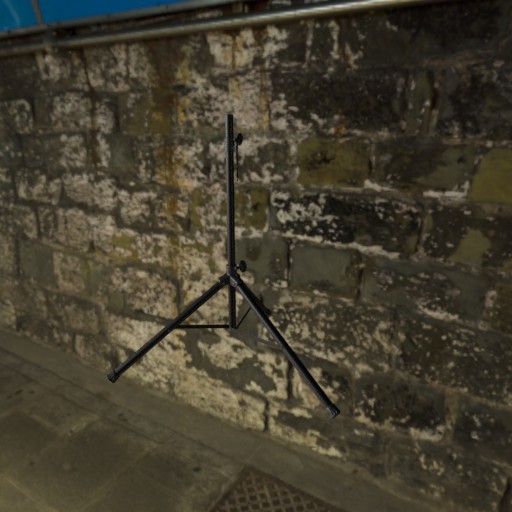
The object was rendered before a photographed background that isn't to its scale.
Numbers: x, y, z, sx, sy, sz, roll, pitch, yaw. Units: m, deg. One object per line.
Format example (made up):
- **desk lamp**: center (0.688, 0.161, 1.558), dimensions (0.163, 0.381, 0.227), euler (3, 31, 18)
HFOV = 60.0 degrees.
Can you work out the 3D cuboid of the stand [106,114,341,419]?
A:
- **stand**: center (0.000, 0.000, 1.857), dimensions (1.045, 1.136, 0.907), euler (-15, 22, -41)
